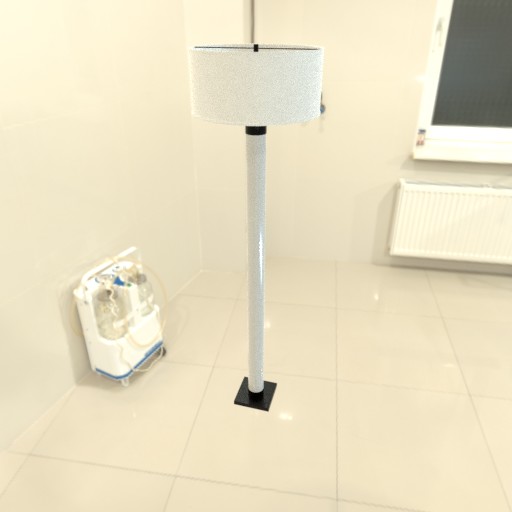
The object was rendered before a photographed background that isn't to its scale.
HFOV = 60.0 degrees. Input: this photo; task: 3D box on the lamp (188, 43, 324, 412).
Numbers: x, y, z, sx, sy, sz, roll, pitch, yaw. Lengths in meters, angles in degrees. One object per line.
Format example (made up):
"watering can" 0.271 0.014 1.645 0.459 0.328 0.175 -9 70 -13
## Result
"lamp" 0.000 0.000 1.709 0.420 1.475 0.420 8 29 14
